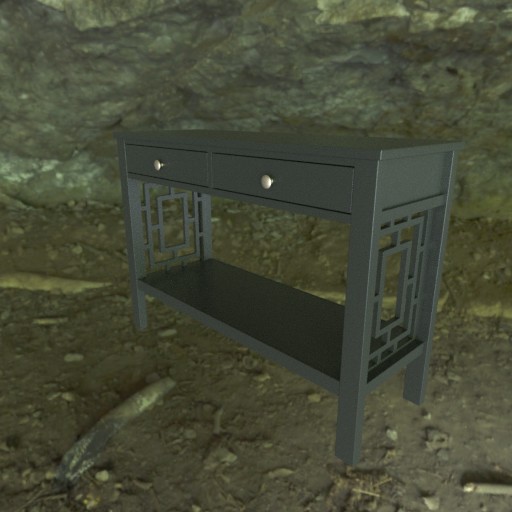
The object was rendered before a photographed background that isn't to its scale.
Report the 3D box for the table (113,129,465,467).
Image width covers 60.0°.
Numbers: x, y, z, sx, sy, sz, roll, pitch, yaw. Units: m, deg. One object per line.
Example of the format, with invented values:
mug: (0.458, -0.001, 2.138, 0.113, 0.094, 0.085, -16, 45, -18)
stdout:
table: (0.000, 0.000, 1.437, 0.397, 0.753, 1.068, -17, 24, -41)
